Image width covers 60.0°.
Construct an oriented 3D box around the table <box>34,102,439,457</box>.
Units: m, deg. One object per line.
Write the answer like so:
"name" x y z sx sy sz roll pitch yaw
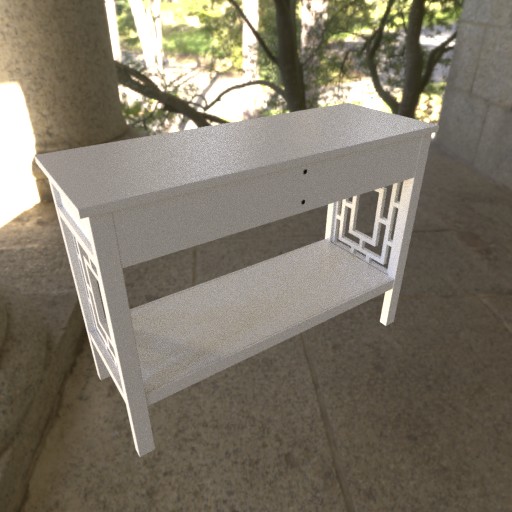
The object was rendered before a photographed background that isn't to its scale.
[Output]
"table" 0.000 0.000 1.410 1.068 0.753 0.397 -19 36 -29
